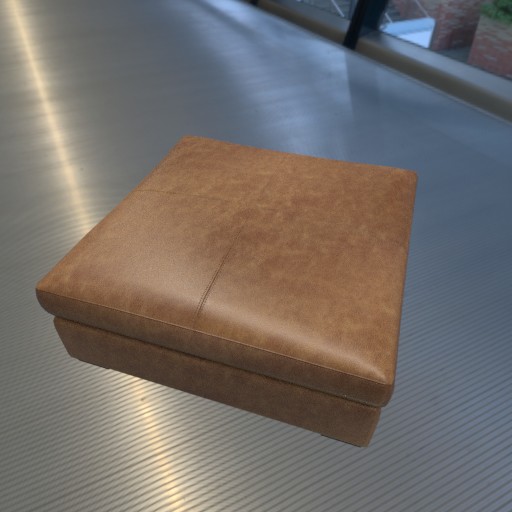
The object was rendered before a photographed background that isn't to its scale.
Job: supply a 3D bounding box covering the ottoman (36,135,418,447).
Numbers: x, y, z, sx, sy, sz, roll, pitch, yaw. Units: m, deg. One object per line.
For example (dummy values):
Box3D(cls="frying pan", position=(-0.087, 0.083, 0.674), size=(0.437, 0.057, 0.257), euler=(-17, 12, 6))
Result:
Box3D(cls="ottoman", position=(0.000, 0.000, 1.838), size=(1.169, 0.483, 1.168), euler=(12, 43, 14))
